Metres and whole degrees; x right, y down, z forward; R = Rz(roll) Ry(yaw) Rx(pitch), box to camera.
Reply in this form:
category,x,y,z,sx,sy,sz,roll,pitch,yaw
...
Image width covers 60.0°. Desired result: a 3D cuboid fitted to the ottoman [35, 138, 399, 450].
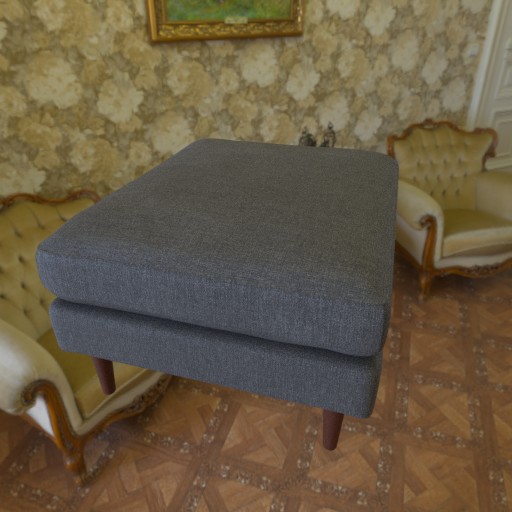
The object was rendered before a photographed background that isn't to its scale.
category,x,y,z,sx,sy,sz,roll,pitch,yaw
ottoman,0.000,0.000,1.202,0.693,0.474,0.821,8,31,14
